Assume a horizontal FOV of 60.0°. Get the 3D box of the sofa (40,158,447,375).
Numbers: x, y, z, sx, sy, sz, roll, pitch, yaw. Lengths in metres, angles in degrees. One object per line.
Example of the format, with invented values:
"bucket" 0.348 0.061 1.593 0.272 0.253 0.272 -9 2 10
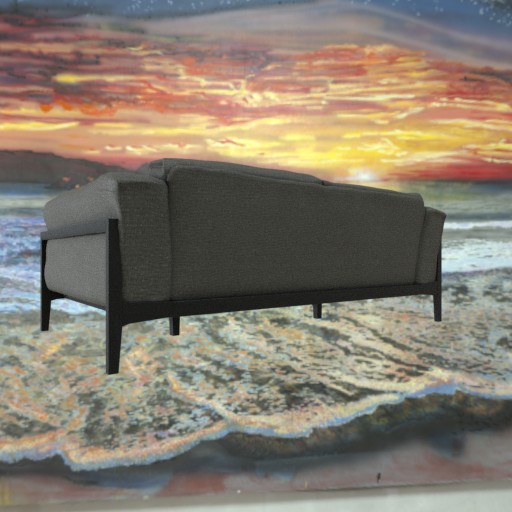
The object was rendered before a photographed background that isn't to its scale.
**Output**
"sofa" 0.000 0.000 2.080 1.690 0.656 0.960 0 0 -37
